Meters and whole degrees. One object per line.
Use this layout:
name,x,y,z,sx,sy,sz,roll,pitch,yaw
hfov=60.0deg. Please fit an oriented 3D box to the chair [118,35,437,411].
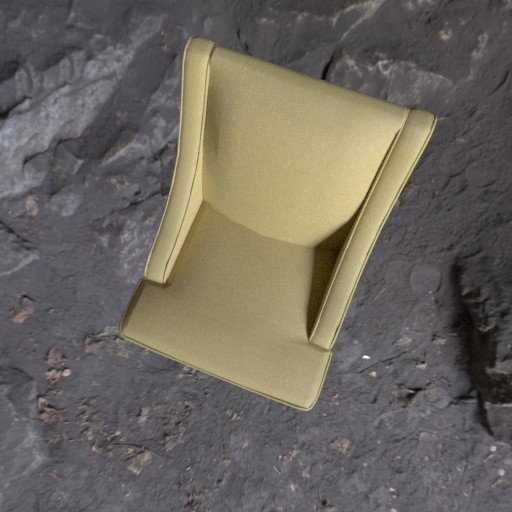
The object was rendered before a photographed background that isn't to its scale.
chair,0.000,0.000,1.467,0.696,0.896,0.814,21,76,5
